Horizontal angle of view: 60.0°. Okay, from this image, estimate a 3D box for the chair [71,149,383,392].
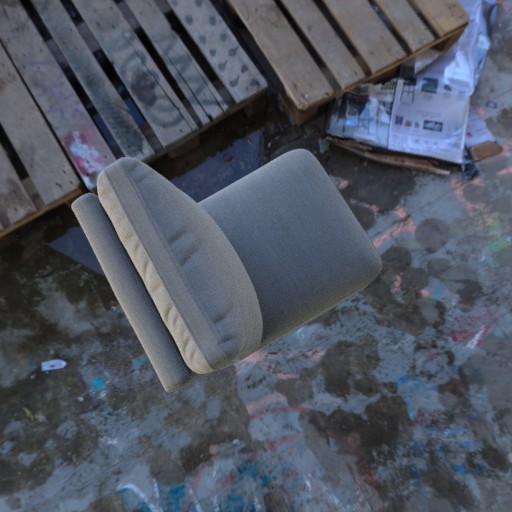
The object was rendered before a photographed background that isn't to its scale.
[{"bbox_3d":[0.000,0.000,1.360,0.698,0.927,0.503,-29,79,-6],"label":"chair"}]
